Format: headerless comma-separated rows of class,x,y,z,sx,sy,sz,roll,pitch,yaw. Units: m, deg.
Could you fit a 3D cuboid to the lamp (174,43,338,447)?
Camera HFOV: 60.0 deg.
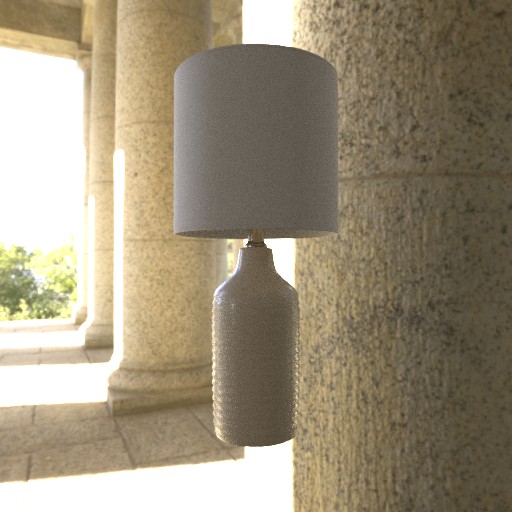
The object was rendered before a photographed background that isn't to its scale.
lamp,0.000,0.000,0.604,0.220,0.475,0.220,-1,-1,36
